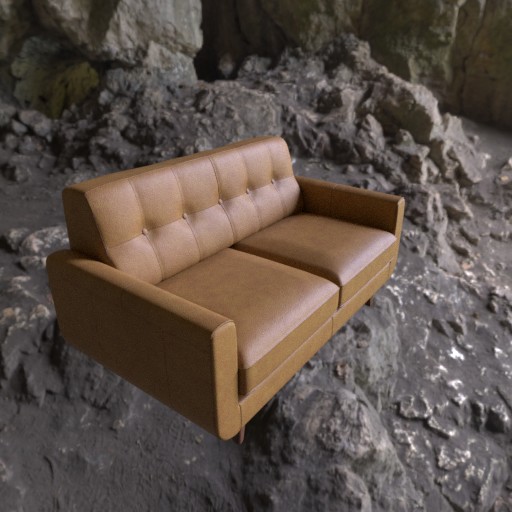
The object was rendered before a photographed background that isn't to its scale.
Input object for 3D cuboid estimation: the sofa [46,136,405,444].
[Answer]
[{"bbox_3d":[0.000,0.000,2.219,0.952,0.925,1.651,18,31,33],"label":"sofa"}]
